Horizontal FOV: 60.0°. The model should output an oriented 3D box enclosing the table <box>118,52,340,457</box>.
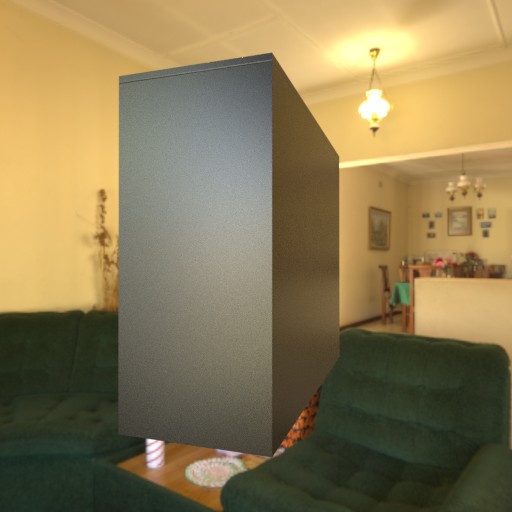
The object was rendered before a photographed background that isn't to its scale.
[{"bbox_3d":[0.000,0.000,1.366,0.380,0.790,0.930,0,0,19],"label":"table"}]
